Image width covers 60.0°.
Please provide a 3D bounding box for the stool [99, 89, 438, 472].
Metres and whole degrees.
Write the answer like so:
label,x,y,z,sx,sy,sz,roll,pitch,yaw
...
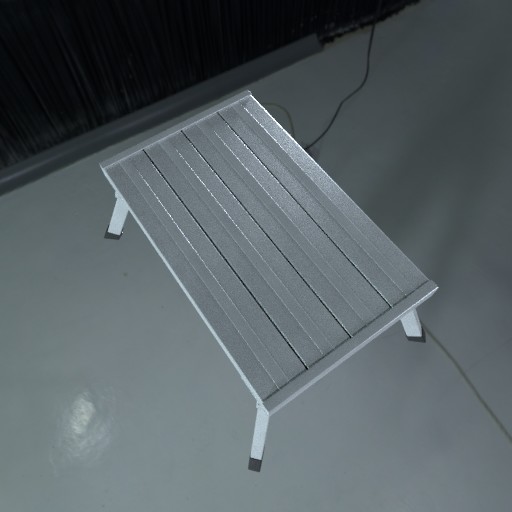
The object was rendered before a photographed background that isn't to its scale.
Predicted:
label,x,y,z,sx,sy,sz,roll,pitch,yaw
stool,0.000,0.000,0.742,0.385,0.225,0.535,-32,67,-15
